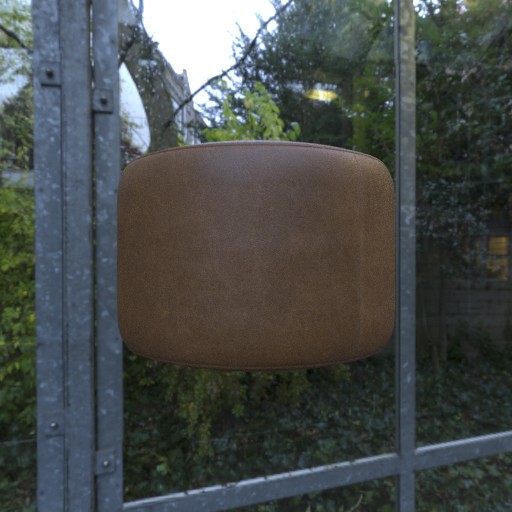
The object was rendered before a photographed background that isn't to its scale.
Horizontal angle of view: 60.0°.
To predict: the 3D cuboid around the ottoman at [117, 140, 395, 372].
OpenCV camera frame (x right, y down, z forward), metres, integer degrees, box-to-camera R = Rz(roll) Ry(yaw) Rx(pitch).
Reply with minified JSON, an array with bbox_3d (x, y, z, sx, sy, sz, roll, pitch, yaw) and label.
[{"bbox_3d":[0.000,0.000,1.014,0.607,0.438,0.607,0,0,0],"label":"ottoman"}]
